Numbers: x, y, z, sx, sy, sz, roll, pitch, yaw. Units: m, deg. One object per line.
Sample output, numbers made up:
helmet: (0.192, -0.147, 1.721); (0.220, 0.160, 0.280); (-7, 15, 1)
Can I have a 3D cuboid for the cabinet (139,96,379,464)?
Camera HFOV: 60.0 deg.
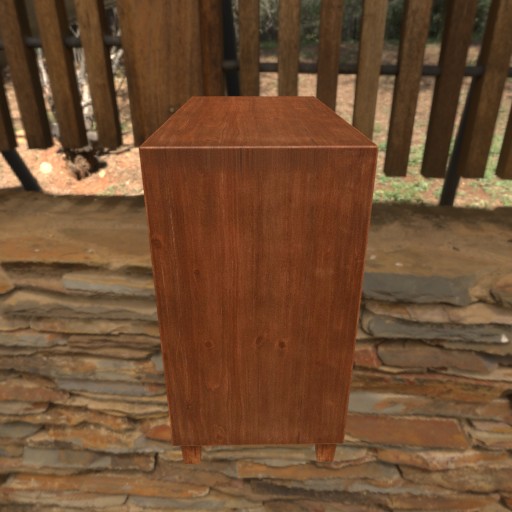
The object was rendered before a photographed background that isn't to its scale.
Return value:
cabinet: (0.000, 0.000, 1.269); (0.412, 0.785, 0.796); (0, 25, -1)
